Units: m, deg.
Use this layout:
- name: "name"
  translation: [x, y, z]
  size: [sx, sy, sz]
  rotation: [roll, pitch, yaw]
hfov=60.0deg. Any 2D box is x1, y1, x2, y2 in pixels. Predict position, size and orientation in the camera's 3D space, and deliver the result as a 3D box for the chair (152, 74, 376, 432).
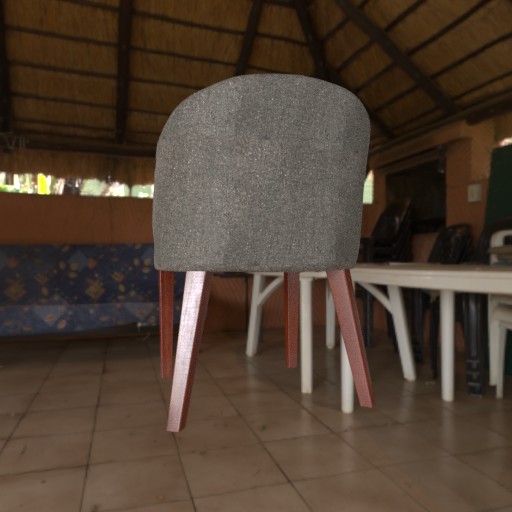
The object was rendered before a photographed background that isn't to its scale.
- name: "chair"
  translation: [0.000, 0.000, 1.283]
  size: [0.583, 0.811, 0.655]
  rotation: [0, 0, -18]
